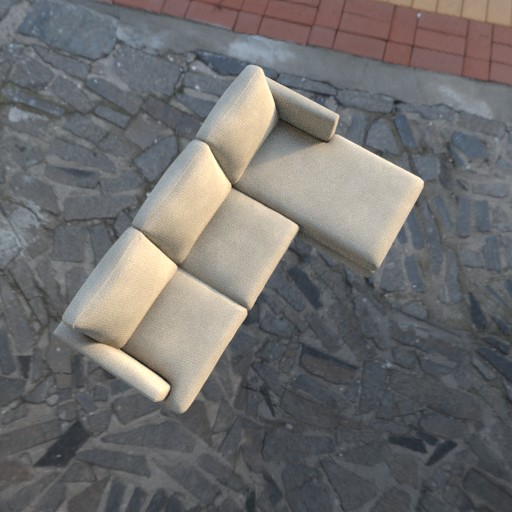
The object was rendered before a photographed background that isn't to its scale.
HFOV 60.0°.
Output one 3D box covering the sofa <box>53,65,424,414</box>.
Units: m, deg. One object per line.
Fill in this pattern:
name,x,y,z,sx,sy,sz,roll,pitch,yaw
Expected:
sofa,0.000,0.000,2.999,1.504,0.956,2.233,31,76,8
